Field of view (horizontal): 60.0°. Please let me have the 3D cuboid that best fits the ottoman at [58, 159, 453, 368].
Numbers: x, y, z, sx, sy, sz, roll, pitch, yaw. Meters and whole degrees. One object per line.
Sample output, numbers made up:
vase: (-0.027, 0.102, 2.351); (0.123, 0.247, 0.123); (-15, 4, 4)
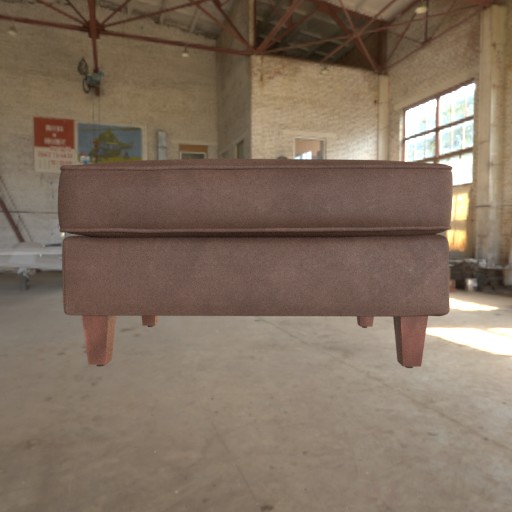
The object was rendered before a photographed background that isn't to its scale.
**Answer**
ottoman: (0.000, 0.000, 1.212); (0.860, 0.481, 0.596); (0, 2, 1)
